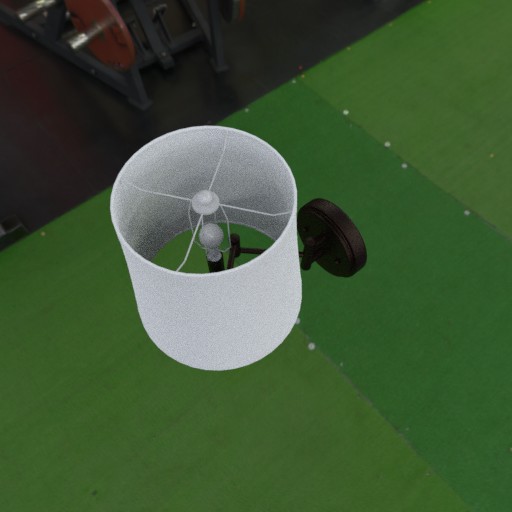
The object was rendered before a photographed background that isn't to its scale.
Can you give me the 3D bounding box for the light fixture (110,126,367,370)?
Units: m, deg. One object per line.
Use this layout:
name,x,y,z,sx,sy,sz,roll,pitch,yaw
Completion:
light fixture,0.000,0.000,0.272,0.157,0.172,0.100,-34,66,-17
